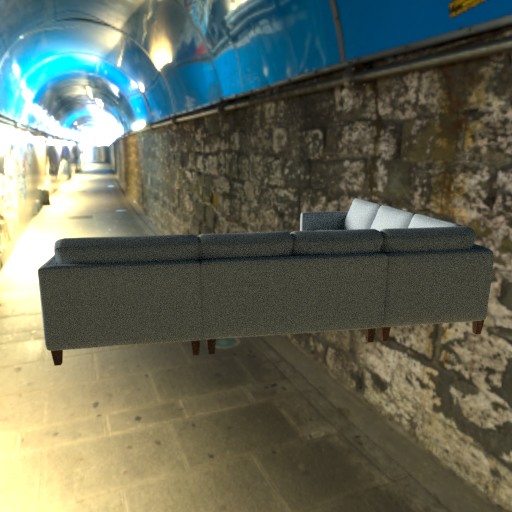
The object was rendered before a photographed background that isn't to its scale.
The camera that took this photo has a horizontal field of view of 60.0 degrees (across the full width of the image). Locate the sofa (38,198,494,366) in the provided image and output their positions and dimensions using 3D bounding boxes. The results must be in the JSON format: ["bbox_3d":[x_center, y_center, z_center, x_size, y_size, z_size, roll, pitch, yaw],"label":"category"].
[{"bbox_3d":[0.000,0.000,4.441,3.403,0.889,2.551,-2,13,-9],"label":"sofa"}]
